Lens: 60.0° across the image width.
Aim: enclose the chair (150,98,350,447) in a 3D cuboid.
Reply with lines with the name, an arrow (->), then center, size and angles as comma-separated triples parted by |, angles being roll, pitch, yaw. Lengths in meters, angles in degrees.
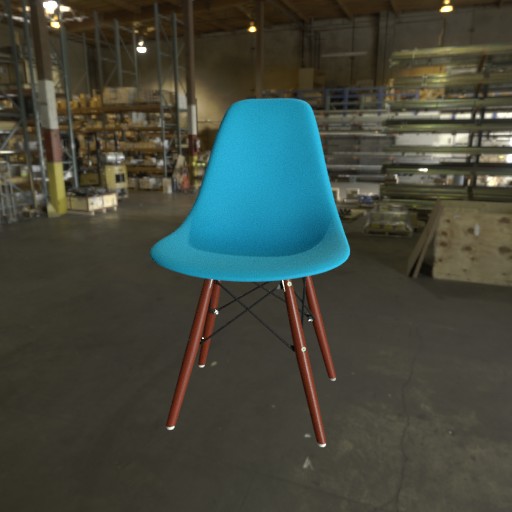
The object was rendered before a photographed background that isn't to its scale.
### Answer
chair -> 0.000, 0.000, 1.157 | 0.470, 0.826, 0.533 | 2, 14, 9
